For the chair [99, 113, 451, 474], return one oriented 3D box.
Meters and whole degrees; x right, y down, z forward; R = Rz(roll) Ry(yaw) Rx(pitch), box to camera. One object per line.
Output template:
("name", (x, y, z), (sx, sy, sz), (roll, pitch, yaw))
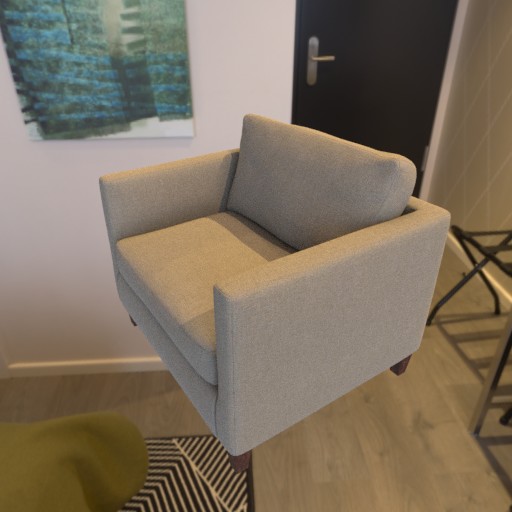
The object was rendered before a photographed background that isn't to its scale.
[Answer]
("chair", (0.000, 0.000, 1.834), (0.959, 0.963, 1.107), (-19, 35, -29))
